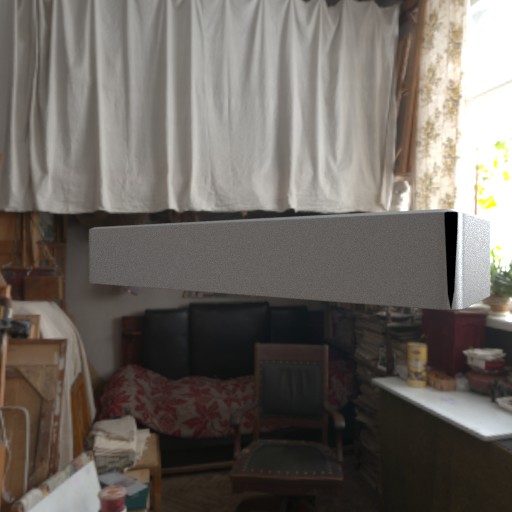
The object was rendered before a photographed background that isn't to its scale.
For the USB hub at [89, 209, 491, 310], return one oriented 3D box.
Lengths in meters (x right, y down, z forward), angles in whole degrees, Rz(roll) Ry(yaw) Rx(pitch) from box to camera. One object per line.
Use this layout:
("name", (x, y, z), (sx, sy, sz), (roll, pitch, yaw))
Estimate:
("USB hub", (0.000, 0.000, 0.159), (0.145, 0.023, 0.044), (1, 1, 37))
